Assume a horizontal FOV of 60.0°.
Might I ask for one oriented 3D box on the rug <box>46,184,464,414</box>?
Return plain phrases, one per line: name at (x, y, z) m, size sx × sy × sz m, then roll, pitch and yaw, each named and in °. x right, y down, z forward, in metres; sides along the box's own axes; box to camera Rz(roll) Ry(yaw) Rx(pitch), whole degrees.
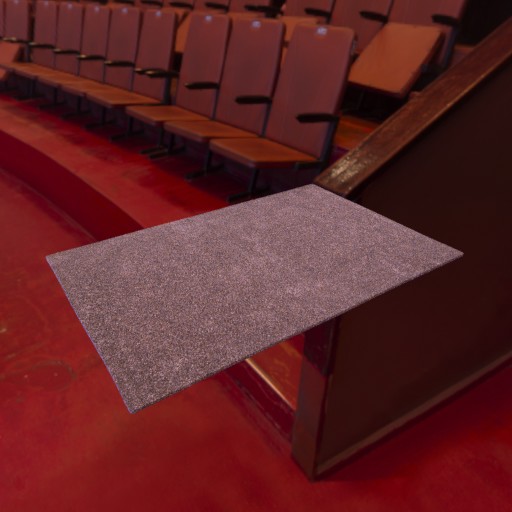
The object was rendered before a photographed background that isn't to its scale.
rug at (0.000, 0.000, 3.435) m, size 2.699 × 0.026 × 1.802 m, roll -19°, pitch 35°, yaw -29°
